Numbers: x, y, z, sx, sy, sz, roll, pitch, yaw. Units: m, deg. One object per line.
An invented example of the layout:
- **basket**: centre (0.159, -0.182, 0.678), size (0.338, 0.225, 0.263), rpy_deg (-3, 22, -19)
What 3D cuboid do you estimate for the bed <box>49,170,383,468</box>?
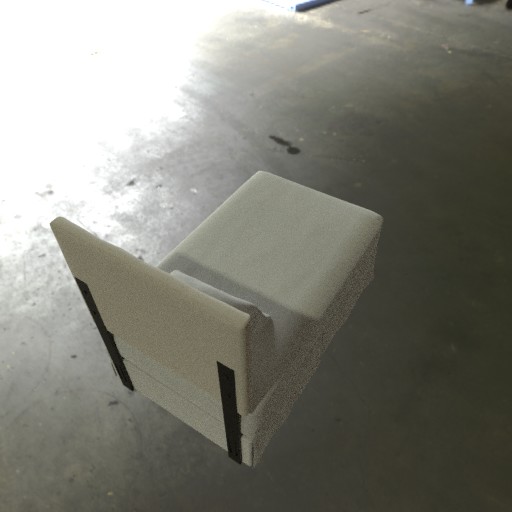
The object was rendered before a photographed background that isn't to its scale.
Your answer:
- **bed**: centre (0.000, 0.000, 3.054), size (1.261, 1.571, 1.997), rpy_deg (25, 51, 22)
